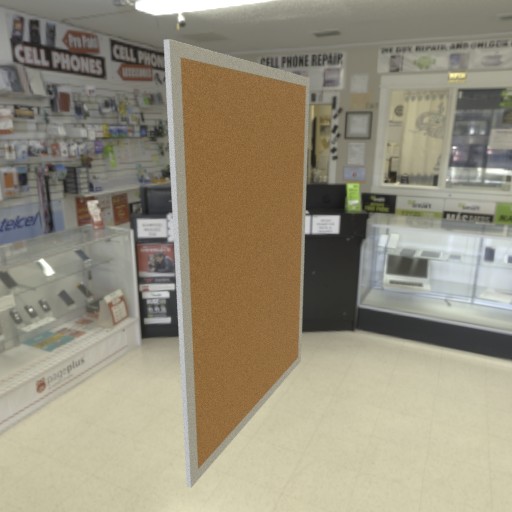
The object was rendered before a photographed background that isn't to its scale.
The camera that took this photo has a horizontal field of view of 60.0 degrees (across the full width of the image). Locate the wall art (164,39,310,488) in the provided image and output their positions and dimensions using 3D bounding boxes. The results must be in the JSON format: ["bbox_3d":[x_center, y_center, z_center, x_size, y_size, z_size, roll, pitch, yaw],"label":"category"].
[{"bbox_3d":[0.000,0.000,1.172,0.013,0.940,0.659,8,18,27],"label":"wall art"}]
